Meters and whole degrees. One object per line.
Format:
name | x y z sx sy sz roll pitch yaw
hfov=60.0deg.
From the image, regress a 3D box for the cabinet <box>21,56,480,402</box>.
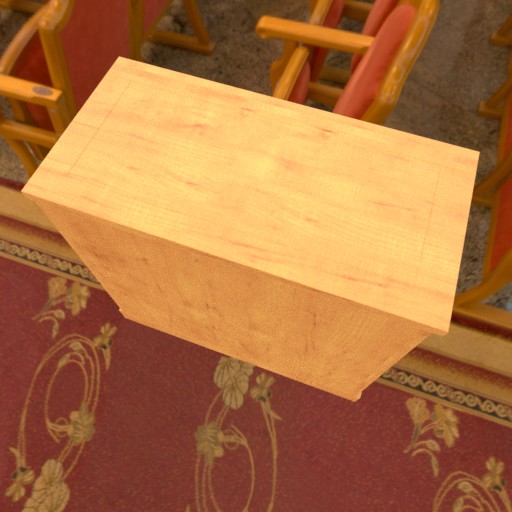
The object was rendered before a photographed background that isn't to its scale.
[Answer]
cabinet | 0.000 0.000 1.358 0.920 0.840 0.450 18 65 9
